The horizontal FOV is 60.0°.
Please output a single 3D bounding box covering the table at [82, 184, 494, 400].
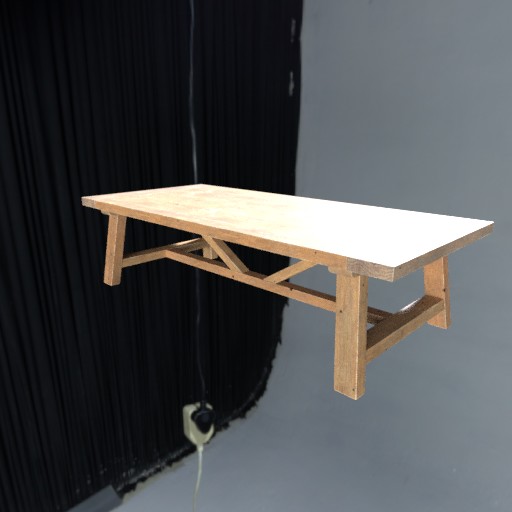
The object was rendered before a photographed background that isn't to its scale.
[{"bbox_3d":[0.000,0.000,2.116,1.800,0.465,0.820,15,22,42],"label":"table"}]
